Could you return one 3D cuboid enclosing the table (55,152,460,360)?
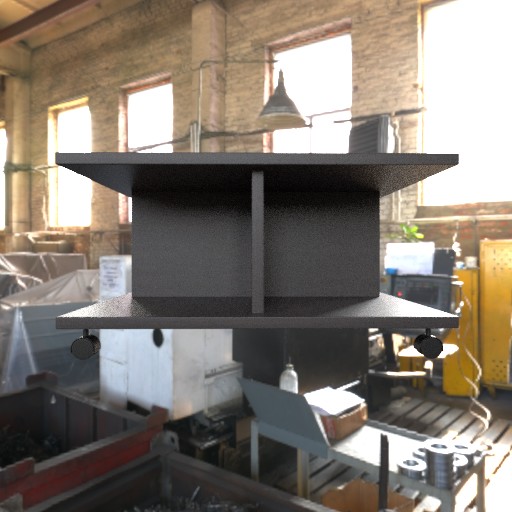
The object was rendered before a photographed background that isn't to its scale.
[{"bbox_3d":[0.000,0.000,1.215,0.762,0.396,0.762,0,0,-1],"label":"table"}]
